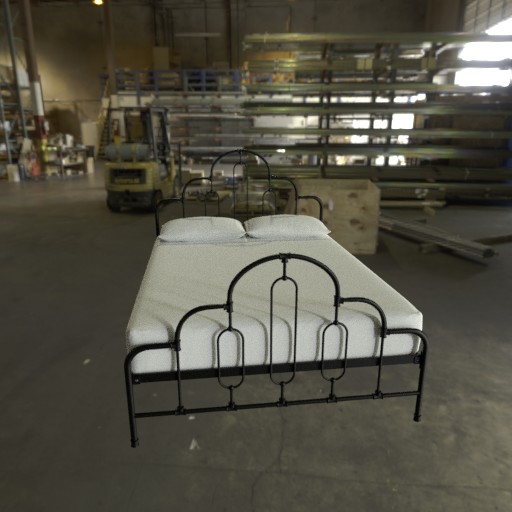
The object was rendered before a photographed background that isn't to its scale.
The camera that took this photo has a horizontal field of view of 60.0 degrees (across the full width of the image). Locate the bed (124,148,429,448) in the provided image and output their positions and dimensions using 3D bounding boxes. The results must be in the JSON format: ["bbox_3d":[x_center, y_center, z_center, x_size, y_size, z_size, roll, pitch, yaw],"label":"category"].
[{"bbox_3d":[0.000,0.000,3.273,1.626,1.444,2.181,-2,16,-7],"label":"bed"}]
